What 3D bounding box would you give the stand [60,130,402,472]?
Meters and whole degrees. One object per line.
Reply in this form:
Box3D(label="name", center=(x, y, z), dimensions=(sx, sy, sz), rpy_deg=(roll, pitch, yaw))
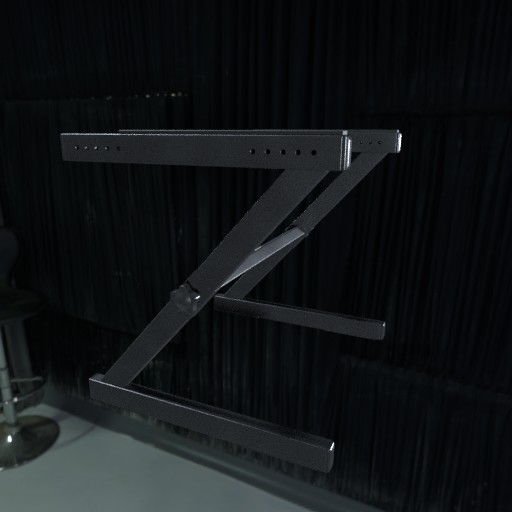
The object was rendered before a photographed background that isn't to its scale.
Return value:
Box3D(label="stand", center=(0.000, 0.000, 1.128), dimensions=(0.586, 0.617, 0.700), rpy_deg=(7, 17, 24))
